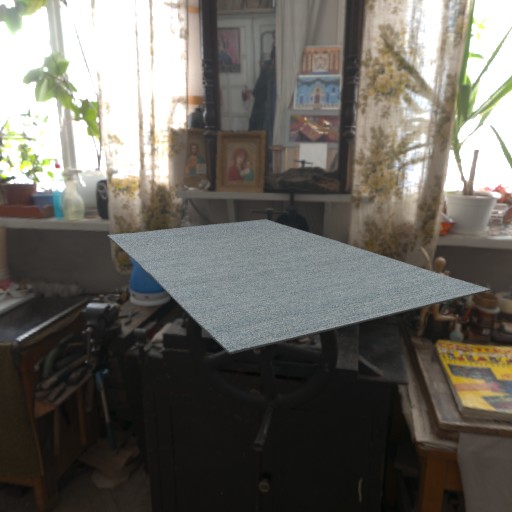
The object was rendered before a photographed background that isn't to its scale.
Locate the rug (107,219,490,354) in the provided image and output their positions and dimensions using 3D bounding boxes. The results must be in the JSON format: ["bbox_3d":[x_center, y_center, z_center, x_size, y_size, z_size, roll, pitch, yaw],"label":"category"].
[{"bbox_3d":[0.000,0.000,2.319,1.174,0.022,1.853,-8,17,-27],"label":"rug"}]
